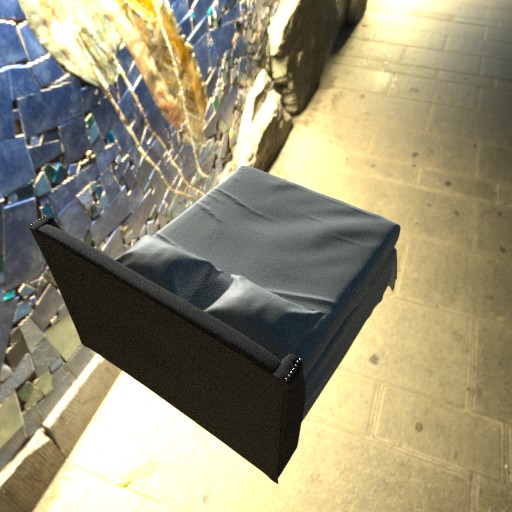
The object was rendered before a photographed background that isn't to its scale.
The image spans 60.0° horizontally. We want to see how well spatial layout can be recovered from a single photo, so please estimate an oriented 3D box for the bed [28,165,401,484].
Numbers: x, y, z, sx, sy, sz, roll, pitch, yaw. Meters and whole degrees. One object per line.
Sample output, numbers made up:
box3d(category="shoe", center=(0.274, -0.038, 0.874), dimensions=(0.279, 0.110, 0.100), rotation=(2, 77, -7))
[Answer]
box3d(category="bed", center=(0.000, 0.000, 3.470), dimensions=(1.925, 1.332, 2.276), rotation=(26, 50, 24))
